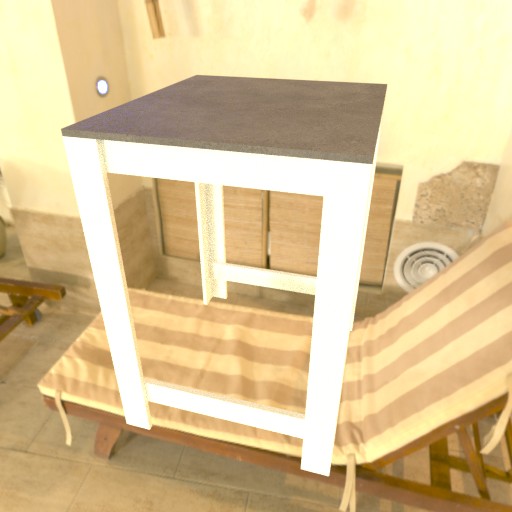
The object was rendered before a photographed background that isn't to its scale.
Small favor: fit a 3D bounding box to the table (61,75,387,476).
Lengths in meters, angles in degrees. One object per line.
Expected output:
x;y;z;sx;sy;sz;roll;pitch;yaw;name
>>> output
0.000;0.000;1.522;0.700;1.020;0.800;8;32;14;table
